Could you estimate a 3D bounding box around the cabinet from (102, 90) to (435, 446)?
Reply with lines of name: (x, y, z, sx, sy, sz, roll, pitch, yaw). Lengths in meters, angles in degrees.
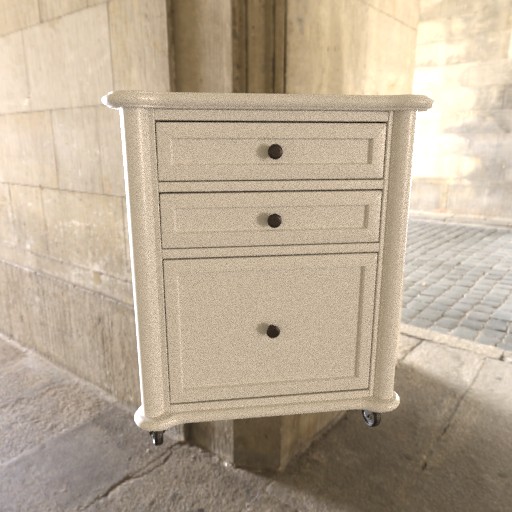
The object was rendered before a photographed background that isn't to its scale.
cabinet: (0.000, 0.000, 1.183, 0.628, 0.761, 0.627, -2, 14, -8)
